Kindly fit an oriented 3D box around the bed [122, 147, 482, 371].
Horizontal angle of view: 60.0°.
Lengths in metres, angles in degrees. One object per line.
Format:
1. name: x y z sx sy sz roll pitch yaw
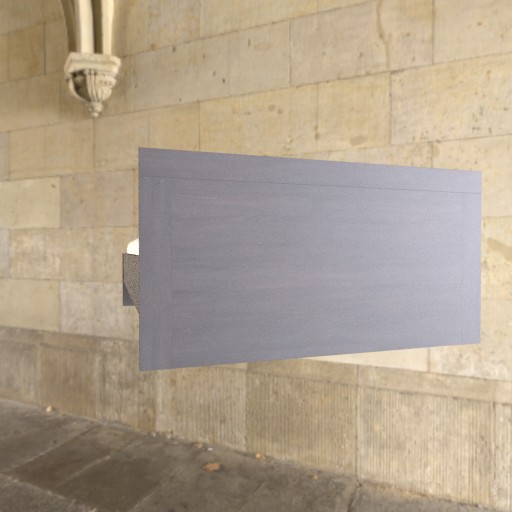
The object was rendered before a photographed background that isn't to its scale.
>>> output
1. bed: 0.000 0.000 2.848 1.585 0.823 2.073 0 1 -18
